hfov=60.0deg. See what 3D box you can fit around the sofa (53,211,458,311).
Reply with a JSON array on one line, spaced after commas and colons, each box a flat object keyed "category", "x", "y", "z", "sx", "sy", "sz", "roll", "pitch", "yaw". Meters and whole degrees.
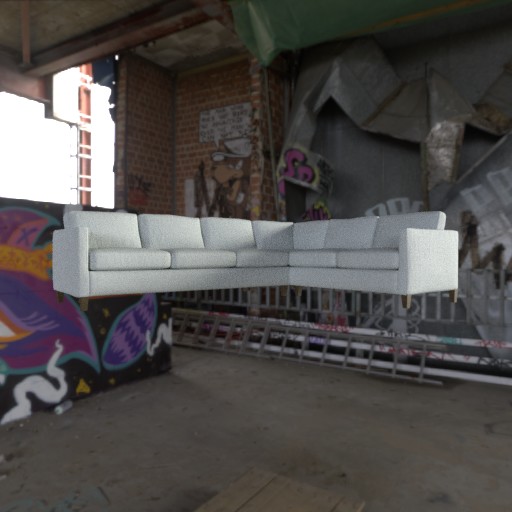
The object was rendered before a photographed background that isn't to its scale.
[{"category": "sofa", "x": 0.000, "y": 0.000, "z": 4.474, "sx": 3.333, "sy": 0.934, "sz": 2.522, "roll": 0, "pitch": 0, "yaw": -37}]
